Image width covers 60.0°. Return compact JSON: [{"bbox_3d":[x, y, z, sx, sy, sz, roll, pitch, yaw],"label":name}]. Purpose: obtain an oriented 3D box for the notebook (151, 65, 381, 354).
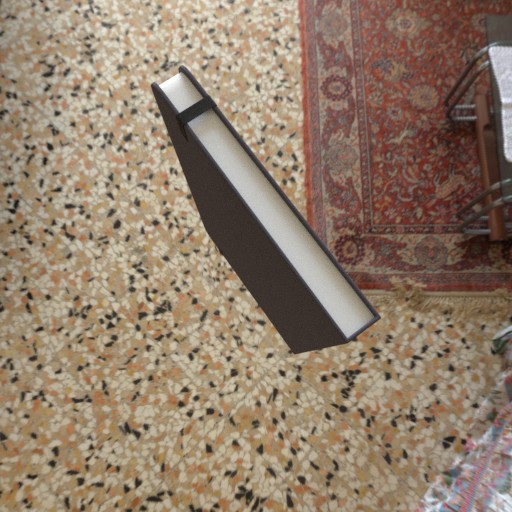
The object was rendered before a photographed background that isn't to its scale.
[{"bbox_3d":[0.000,0.000,0.266,0.016,0.213,0.127,-35,79,-8],"label":"notebook"}]
